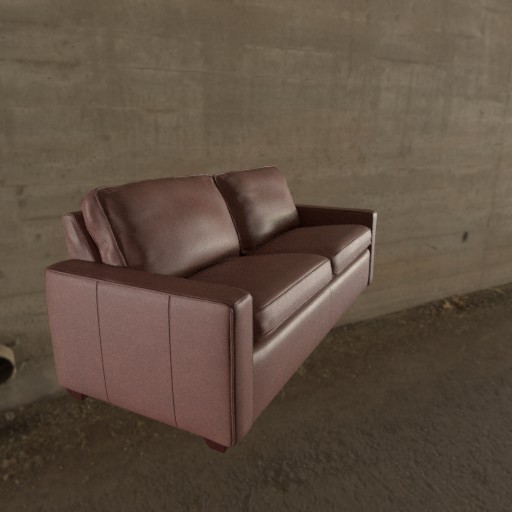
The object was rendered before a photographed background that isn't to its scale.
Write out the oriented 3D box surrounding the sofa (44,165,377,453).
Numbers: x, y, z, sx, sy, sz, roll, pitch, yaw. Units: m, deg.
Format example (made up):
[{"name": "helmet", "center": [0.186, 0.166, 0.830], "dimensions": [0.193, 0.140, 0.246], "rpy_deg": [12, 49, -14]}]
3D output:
[{"name": "sofa", "center": [0.000, 0.000, 2.503], "dimensions": [0.940, 0.919, 2.080], "rpy_deg": [8, 17, 26]}]
